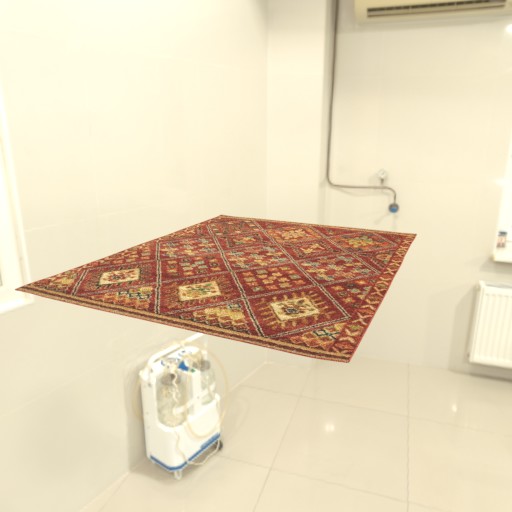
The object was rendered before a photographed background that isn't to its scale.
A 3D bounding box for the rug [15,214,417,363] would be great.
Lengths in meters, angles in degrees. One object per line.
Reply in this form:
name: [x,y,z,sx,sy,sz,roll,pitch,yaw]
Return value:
rug: [0.000,0.000,4.078,2.489,0.030,3.086,8,18,24]
